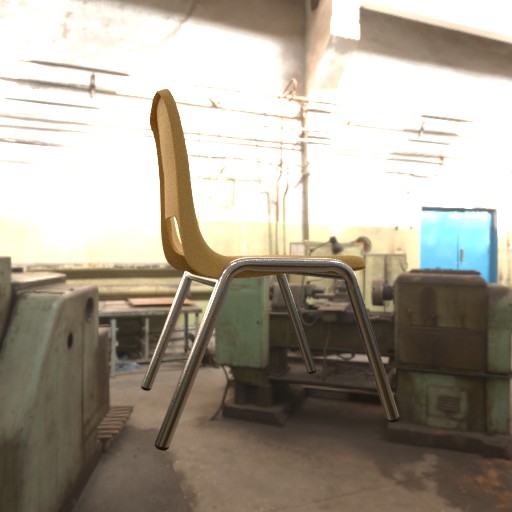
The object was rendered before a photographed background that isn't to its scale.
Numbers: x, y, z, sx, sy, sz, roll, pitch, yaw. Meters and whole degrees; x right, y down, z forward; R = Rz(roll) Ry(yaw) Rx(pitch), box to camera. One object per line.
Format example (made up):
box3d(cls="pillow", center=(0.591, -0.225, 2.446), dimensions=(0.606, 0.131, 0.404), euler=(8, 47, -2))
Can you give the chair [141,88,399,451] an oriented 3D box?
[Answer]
box3d(cls="chair", center=(0.000, 0.000, 0.879), dimensions=(0.423, 0.586, 0.354), euler=(0, 0, -18))
